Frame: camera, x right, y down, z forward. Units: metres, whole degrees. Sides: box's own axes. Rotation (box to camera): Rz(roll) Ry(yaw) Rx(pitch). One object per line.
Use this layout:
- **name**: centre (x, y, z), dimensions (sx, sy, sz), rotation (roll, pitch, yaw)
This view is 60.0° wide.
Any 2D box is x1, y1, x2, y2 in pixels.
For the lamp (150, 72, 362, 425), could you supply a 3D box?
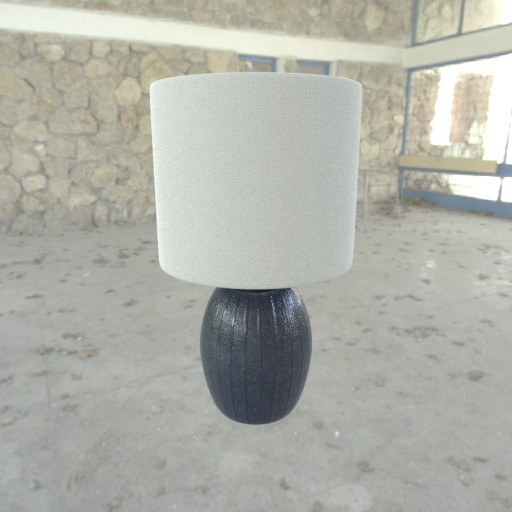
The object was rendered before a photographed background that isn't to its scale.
- **lamp**: centre (0.000, 0.000, 0.768), dimensions (0.329, 0.570, 0.329), rotation (-7, 16, -26)
